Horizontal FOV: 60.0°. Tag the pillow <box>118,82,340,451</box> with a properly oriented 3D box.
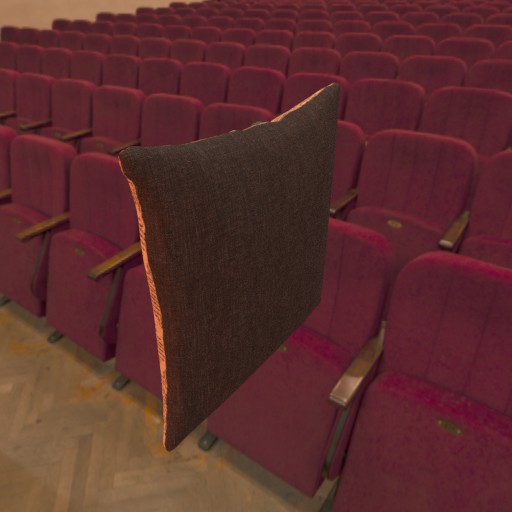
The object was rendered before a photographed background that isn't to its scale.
[{"bbox_3d":[0.000,0.000,0.780,0.145,0.510,0.510,21,37,30],"label":"pillow"}]
